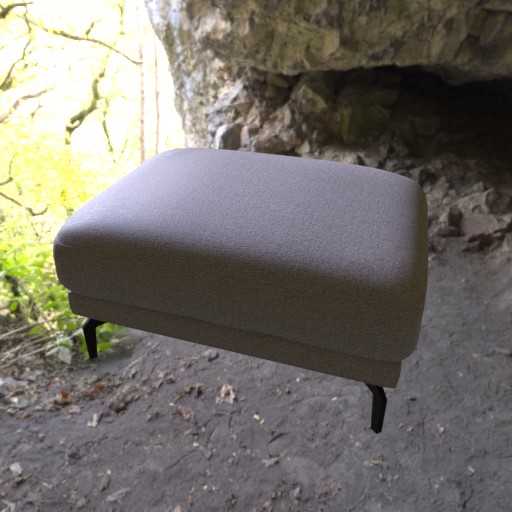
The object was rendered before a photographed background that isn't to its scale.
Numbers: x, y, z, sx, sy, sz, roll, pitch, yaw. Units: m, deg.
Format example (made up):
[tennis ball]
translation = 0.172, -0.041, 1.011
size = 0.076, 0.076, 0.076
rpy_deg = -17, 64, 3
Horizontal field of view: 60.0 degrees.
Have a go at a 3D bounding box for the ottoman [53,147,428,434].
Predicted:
[ottoman]
translation = 0.000, 0.000, 1.099
size = 0.772, 0.420, 0.568
rpy_deg = 10, 34, 15
